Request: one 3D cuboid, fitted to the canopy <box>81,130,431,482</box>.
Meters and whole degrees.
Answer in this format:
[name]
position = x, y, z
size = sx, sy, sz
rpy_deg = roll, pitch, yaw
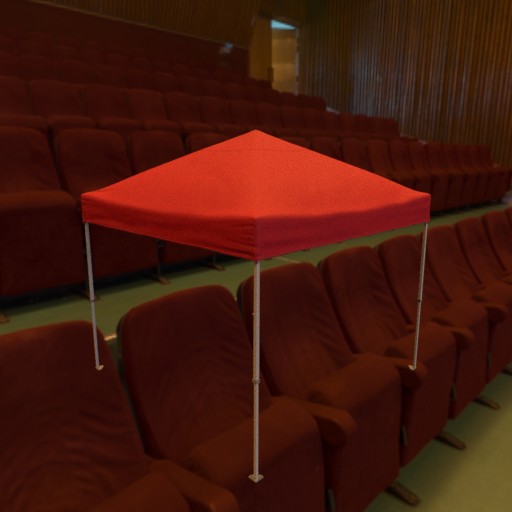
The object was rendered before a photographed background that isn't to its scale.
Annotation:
[canopy]
position = 0.000, 0.000, 5.465
size = 2.998, 2.997, 2.996
rpy_deg = 12, 17, 44
